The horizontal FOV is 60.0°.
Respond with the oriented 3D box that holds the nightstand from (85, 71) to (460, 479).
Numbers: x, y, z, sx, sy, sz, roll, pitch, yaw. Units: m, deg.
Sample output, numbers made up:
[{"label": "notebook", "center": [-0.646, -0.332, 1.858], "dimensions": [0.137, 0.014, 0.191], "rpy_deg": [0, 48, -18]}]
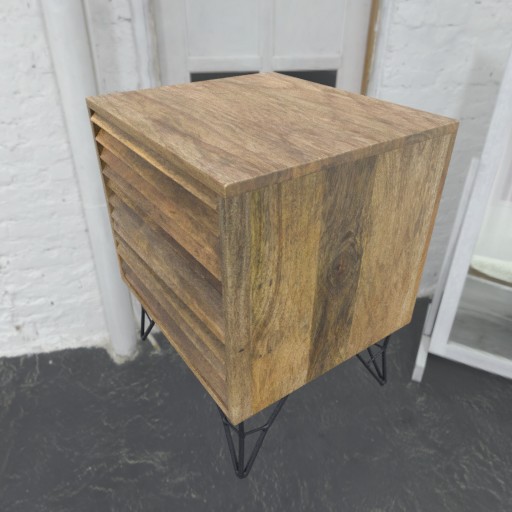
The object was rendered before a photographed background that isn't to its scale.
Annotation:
[{"label": "nightstand", "center": [0.000, 0.000, 0.853], "dimensions": [0.406, 0.559, 0.457], "rpy_deg": [-21, 38, -29]}]
